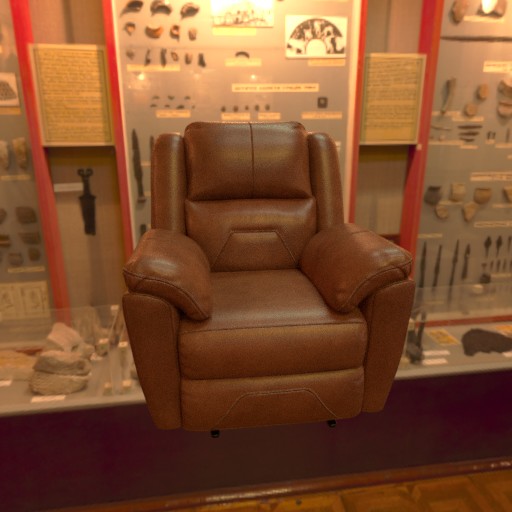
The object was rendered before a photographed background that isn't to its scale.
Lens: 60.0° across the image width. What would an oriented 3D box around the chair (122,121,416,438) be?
[{"bbox_3d":[0.000,0.000,1.894,0.990,1.093,1.041,-2,18,-7],"label":"chair"}]
